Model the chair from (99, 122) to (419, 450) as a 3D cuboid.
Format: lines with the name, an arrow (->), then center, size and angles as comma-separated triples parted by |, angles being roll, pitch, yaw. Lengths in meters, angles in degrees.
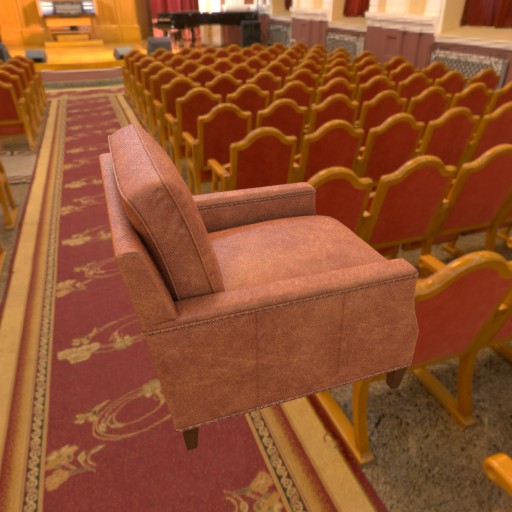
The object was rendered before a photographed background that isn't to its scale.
chair -> 0.000, 0.000, 1.709 | 1.014, 0.943, 0.853 | -10, 32, -17
